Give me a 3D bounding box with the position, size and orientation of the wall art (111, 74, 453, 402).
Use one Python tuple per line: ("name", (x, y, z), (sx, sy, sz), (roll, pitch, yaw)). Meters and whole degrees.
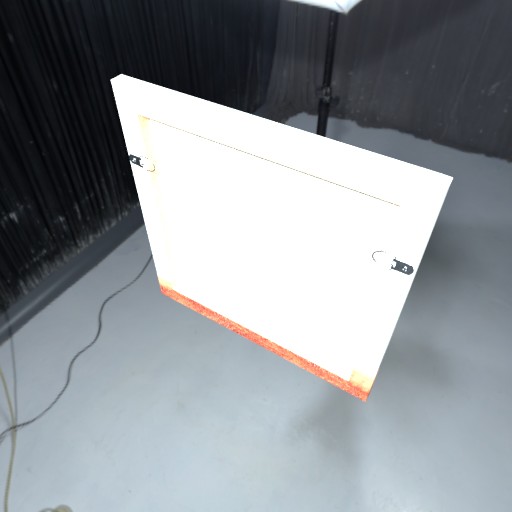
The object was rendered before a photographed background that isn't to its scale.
("wall art", (0.000, 0.000, 1.148), (0.760, 0.760, 0.042), (24, 50, 22))
